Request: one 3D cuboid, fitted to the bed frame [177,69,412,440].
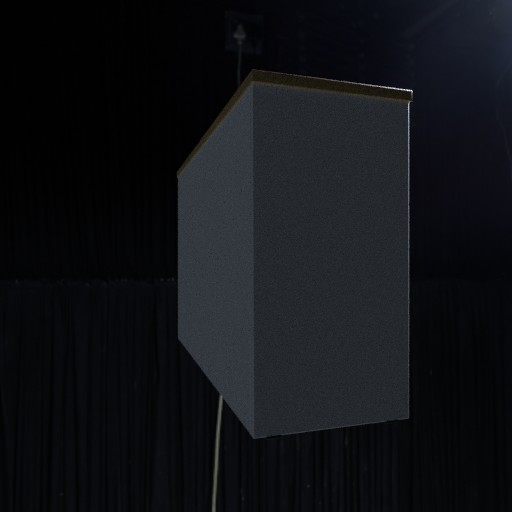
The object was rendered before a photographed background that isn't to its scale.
[{"bbox_3d":[0.000,0.000,1.691,0.430,0.850,1.300,0,0,-18],"label":"bed frame"}]
